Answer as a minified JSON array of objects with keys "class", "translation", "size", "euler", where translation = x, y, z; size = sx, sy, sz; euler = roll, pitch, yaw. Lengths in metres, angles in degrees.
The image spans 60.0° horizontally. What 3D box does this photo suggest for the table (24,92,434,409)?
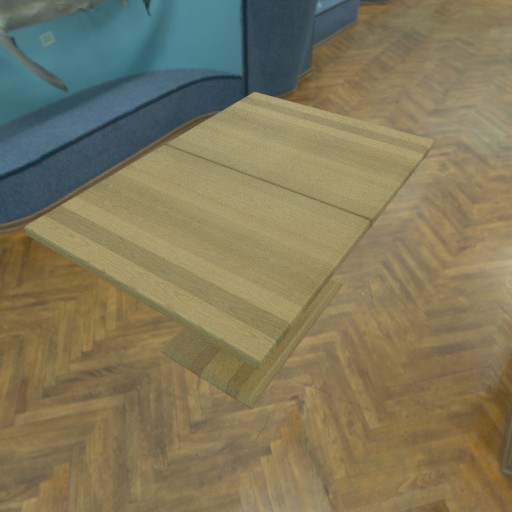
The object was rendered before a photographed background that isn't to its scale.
[{"class":"table","translation":[0.000,0.000,1.866],"size":[0.900,0.770,1.300],"euler":[25,48,25]}]
